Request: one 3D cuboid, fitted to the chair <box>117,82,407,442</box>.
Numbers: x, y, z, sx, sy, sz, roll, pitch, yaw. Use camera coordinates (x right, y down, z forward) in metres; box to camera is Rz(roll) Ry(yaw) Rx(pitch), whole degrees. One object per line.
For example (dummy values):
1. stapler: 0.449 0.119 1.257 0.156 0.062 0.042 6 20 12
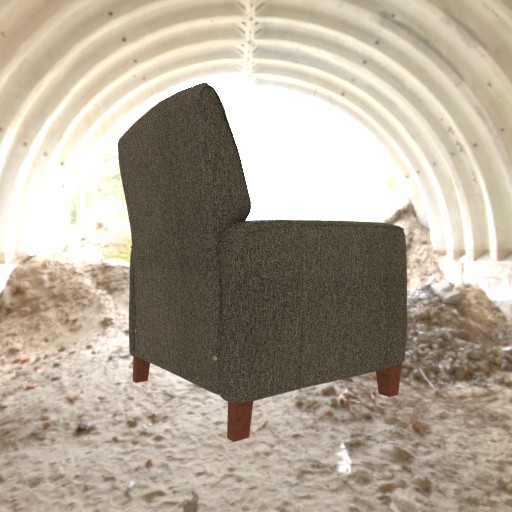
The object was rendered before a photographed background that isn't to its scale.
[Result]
1. chair: 0.000 0.000 1.701 0.864 1.014 0.848 0 -1 -36
